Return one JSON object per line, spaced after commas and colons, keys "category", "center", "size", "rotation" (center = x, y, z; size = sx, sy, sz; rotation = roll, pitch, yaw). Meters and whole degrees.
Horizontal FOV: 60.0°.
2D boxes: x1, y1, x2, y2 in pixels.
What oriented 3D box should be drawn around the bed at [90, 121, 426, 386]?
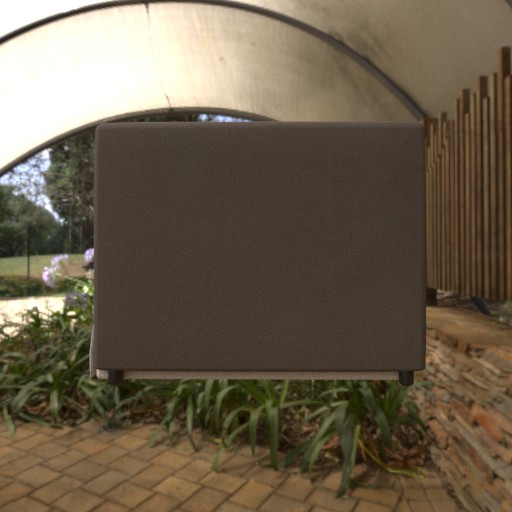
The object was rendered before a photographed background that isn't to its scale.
{"category": "bed", "center": [0.000, 0.000, 3.241], "size": [1.723, 1.330, 2.142], "rotation": [0, -1, 1]}
